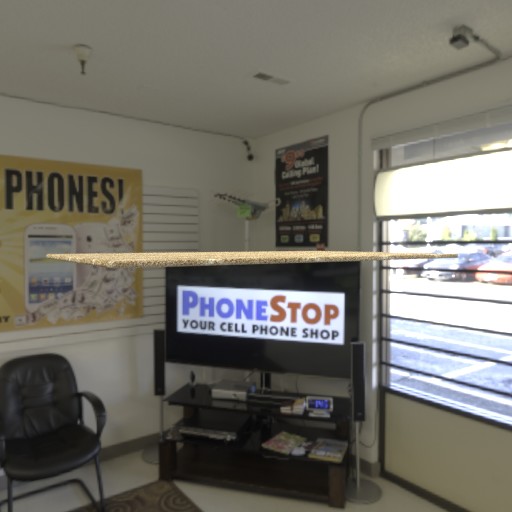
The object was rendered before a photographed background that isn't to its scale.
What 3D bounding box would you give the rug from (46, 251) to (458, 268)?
[{"bbox_3d":[0.000,0.000,3.078,2.438,0.030,1.524,-1,2,-34],"label":"rug"}]
